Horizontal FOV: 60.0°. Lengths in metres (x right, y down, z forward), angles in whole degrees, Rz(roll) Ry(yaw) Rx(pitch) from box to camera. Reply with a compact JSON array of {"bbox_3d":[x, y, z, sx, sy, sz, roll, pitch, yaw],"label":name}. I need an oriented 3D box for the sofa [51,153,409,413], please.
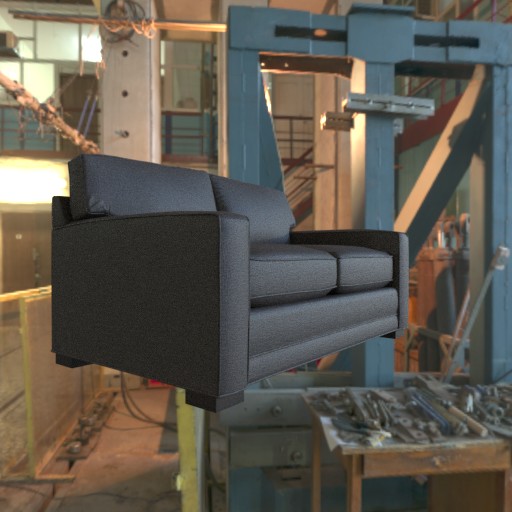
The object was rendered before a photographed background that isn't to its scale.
[{"bbox_3d":[0.000,0.000,2.136,0.974,0.887,1.534,0,1,38],"label":"sofa"}]
